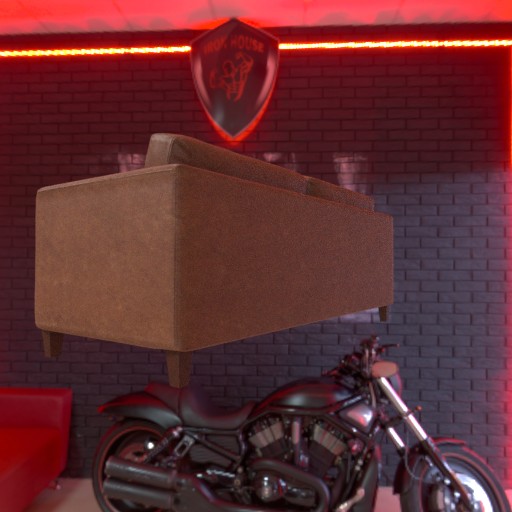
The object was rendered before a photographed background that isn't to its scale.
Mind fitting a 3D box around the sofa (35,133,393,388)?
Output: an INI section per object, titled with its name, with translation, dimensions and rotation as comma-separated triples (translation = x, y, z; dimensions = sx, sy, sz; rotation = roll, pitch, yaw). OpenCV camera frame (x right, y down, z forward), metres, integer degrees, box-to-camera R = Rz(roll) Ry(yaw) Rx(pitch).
[sofa]
translation = 0.000, 0.000, 2.629
dimensions = 0.950, 0.932, 2.204
rotation = -1, -1, 36
